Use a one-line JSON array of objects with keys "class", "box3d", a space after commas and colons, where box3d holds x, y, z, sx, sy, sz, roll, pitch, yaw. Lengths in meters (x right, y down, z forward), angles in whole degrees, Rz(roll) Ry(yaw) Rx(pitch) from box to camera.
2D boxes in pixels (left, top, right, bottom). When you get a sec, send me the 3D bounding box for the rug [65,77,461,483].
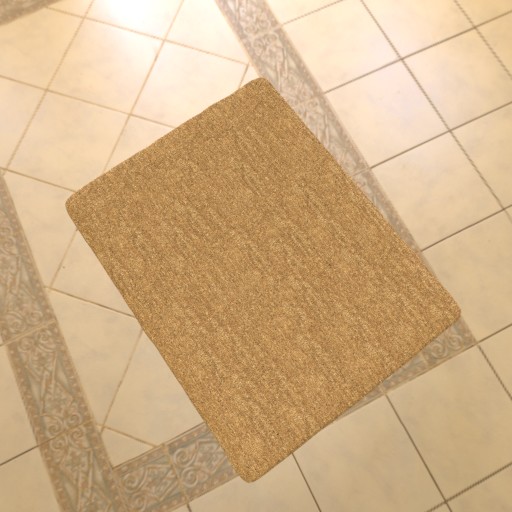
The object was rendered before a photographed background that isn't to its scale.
[{"class": "rug", "box3d": [0.000, 0.000, 3.781, 2.242, 0.050, 2.873, -35, 78, -8]}]
